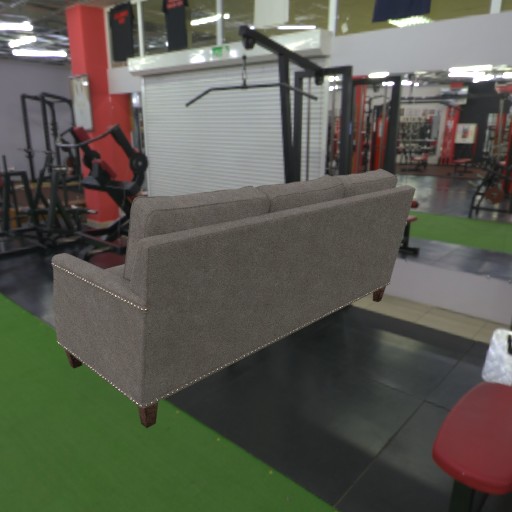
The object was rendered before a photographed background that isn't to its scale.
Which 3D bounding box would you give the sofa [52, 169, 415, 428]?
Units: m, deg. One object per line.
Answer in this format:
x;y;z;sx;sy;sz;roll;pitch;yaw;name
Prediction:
0.000;0.000;2.823;1.034;1.042;2.226;15;22;42;sofa
